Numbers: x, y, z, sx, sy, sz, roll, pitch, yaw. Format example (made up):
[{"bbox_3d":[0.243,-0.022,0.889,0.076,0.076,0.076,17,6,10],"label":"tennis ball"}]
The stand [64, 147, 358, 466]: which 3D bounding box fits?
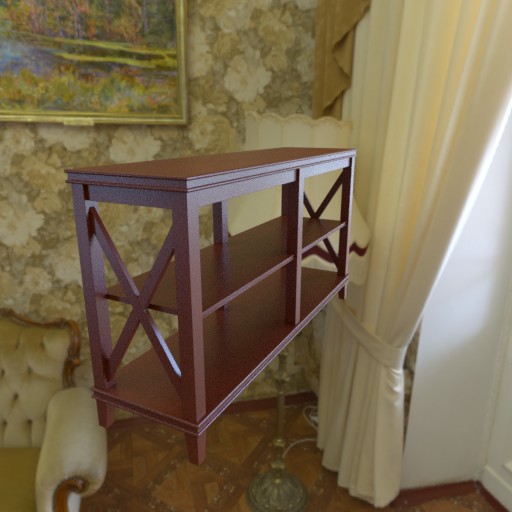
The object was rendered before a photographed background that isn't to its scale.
[{"bbox_3d":[0.000,0.000,1.725,0.381,0.762,1.372,8,18,26],"label":"stand"}]
